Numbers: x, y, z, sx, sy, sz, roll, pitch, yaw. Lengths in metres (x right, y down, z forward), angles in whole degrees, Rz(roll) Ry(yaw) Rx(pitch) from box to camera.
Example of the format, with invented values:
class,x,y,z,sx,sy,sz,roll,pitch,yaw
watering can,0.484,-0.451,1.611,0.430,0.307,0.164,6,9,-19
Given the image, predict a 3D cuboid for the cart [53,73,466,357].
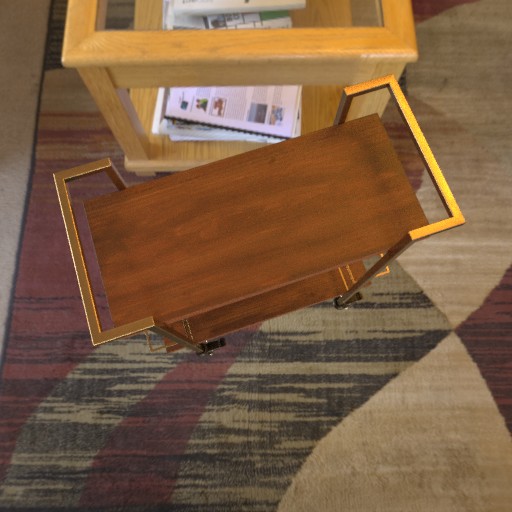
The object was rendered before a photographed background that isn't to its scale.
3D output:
class,x,y,z,sx,sy,sz,roll,pitch,yaw
cart,0.000,0.000,1.196,0.695,0.807,0.364,-18,75,-5
